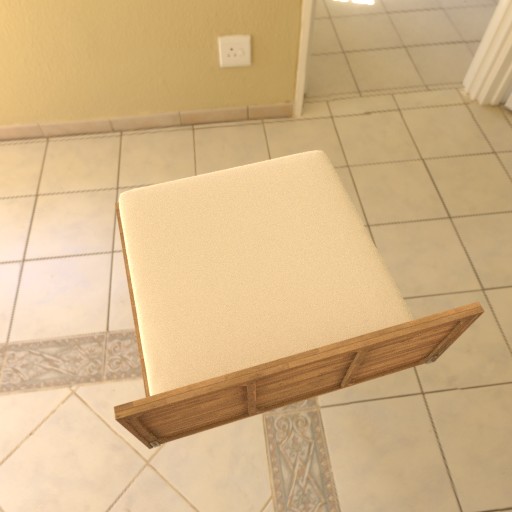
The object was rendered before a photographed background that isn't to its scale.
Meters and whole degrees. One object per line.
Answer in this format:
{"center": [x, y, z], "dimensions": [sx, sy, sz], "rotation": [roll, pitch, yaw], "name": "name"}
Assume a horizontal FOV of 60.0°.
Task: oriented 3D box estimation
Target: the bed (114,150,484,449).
{"center": [0.000, 0.000, 3.413], "dimensions": [2.116, 1.100, 2.167], "rotation": [-14, 58, -9], "name": "bed"}
